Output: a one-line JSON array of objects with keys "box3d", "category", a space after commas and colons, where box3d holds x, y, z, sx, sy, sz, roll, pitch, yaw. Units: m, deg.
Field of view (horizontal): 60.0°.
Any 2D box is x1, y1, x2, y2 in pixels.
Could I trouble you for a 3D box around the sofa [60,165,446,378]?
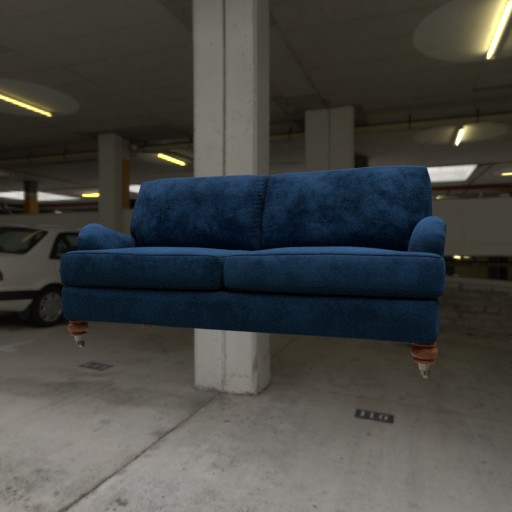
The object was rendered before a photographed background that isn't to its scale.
[{"box3d": [0.000, 0.000, 2.735, 2.141, 1.101, 1.084, 0, 1, 19], "category": "sofa"}]
